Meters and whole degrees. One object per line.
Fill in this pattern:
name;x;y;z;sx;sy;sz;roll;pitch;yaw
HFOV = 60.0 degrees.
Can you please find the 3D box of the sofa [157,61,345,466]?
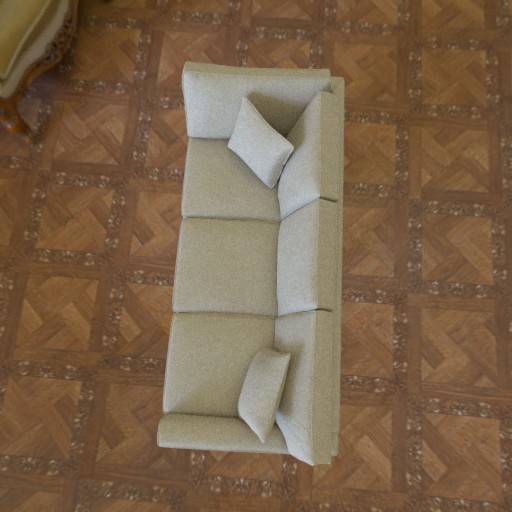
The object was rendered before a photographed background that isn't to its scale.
sofa;0.000;0.000;2.882;1.053;0.948;2.323;3;76;1
